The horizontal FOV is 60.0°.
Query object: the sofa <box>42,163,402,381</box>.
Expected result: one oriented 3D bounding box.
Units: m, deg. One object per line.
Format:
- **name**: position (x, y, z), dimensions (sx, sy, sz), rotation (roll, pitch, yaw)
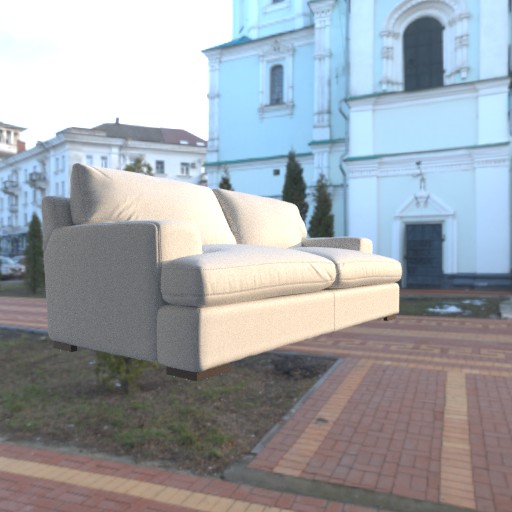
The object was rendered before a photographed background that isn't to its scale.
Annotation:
- **sofa**: position (0.000, 0.000, 2.793), dimensions (1.143, 0.940, 2.261), rotation (0, 0, 37)
